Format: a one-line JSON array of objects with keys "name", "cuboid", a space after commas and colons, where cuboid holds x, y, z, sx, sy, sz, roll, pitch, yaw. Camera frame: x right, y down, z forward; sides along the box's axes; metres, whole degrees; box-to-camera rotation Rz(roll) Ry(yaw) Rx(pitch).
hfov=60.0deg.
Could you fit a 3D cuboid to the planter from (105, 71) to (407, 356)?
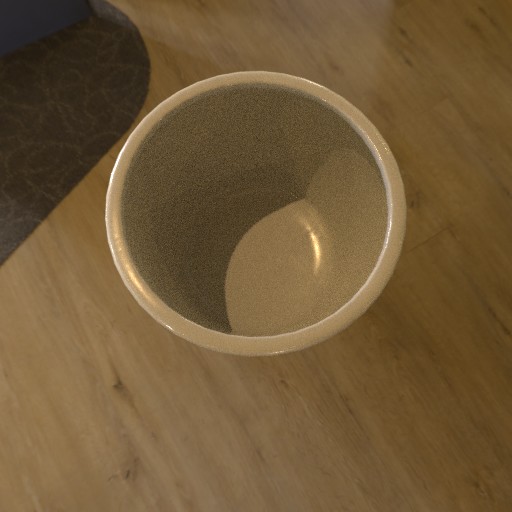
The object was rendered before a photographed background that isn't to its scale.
[{"name": "planter", "cuboid": [0.000, 0.000, 0.582, 0.265, 0.404, 0.265, -14, 77, -4]}]
